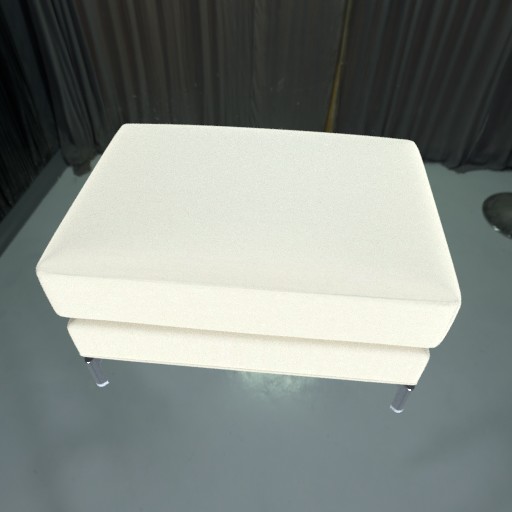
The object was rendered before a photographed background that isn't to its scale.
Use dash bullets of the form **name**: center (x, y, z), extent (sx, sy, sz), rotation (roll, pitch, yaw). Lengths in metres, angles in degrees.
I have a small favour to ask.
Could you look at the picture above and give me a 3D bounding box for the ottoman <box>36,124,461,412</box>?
- **ottoman**: center (0.000, 0.000, 1.176), extent (0.835, 0.497, 0.581), rotation (4, 46, 4)
